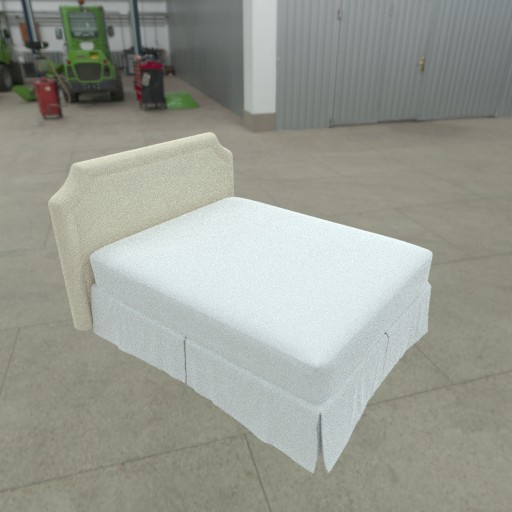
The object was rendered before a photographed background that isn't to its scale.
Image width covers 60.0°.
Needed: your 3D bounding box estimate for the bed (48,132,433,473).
[{"bbox_3d":[0.000,0.000,3.220,2.209,1.296,1.827,20,33,33],"label":"bed"}]
